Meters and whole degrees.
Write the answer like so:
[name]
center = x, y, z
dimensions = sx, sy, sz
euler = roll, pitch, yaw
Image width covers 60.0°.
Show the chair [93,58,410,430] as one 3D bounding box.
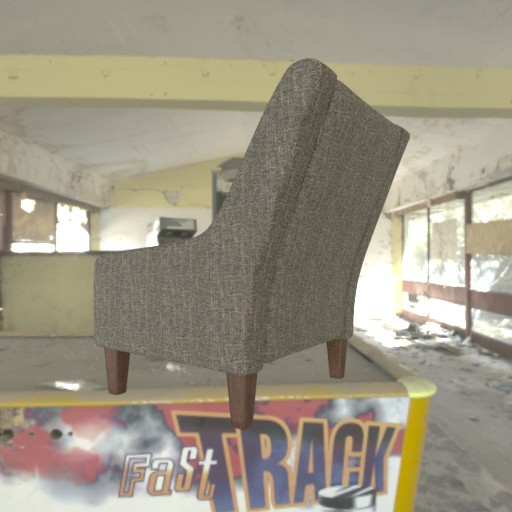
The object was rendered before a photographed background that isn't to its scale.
[chair]
center = 0.000, 0.000, 1.683
dimensions = 0.944, 1.012, 0.793
euler = 0, -1, 35
